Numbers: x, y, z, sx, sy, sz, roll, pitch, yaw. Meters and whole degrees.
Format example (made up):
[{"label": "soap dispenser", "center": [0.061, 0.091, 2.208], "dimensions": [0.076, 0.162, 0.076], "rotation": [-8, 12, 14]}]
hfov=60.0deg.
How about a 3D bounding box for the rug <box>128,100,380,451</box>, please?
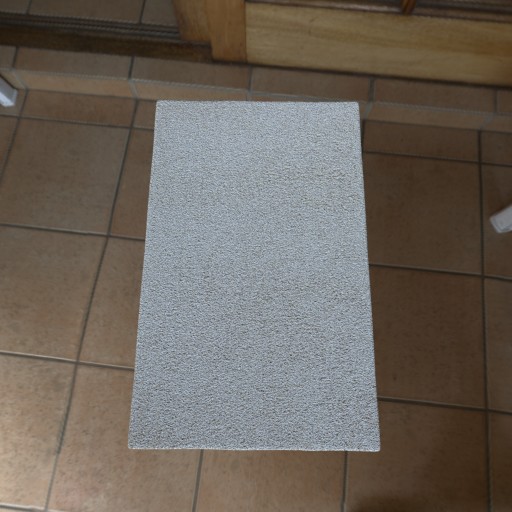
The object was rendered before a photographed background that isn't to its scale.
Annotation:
[{"label": "rug", "center": [0.000, 0.000, 3.013], "dimensions": [1.524, 0.030, 2.438], "rotation": [1, 74, 0]}]
